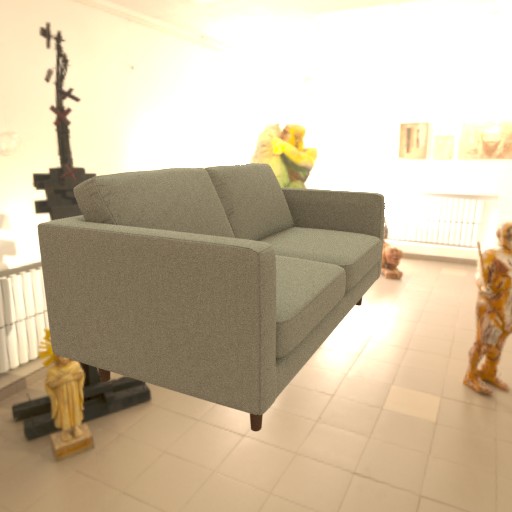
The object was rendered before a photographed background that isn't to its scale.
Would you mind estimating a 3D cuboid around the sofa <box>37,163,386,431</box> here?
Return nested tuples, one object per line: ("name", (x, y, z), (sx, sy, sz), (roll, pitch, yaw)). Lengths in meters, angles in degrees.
("sofa", (0.000, 0.000, 2.278), (1.000, 0.900, 1.731), (7, 16, 26))
